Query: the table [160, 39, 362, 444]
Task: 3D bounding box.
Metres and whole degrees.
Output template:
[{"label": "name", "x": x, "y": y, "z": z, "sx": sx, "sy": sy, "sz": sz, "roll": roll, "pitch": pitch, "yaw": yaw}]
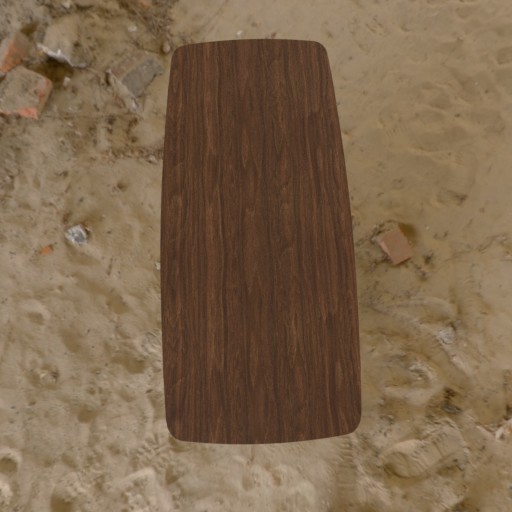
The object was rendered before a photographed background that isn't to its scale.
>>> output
[{"label": "table", "x": 0.000, "y": 0.000, "z": 1.118, "sx": 0.361, "sy": 0.576, "sz": 0.804, "roll": -2, "pitch": 75, "yaw": -1}]
